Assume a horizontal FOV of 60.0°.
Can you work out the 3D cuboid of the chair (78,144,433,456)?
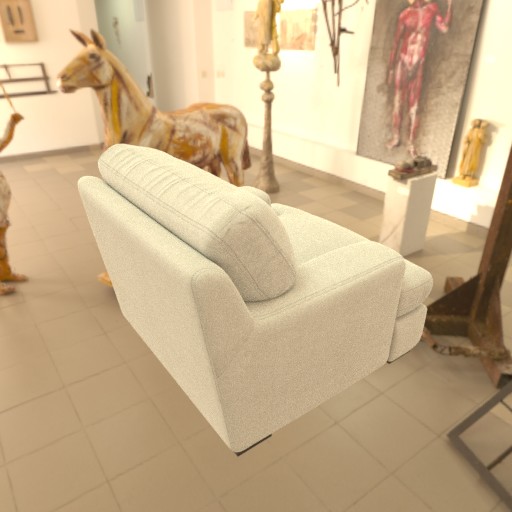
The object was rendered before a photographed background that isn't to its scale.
[{"bbox_3d":[0.000,0.000,1.969,1.158,0.930,1.140,-19,33,-31],"label":"chair"}]
